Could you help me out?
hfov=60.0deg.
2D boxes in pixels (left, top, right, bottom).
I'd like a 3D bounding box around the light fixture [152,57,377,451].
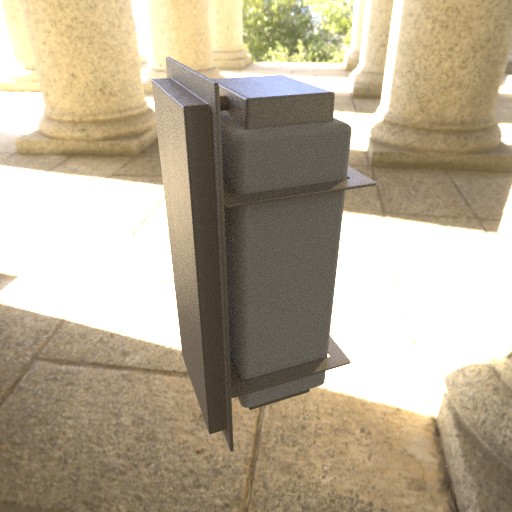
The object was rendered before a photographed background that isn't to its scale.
[{"bbox_3d":[0.000,0.000,0.475,0.160,0.380,0.168,-11,32,-18],"label":"light fixture"}]
